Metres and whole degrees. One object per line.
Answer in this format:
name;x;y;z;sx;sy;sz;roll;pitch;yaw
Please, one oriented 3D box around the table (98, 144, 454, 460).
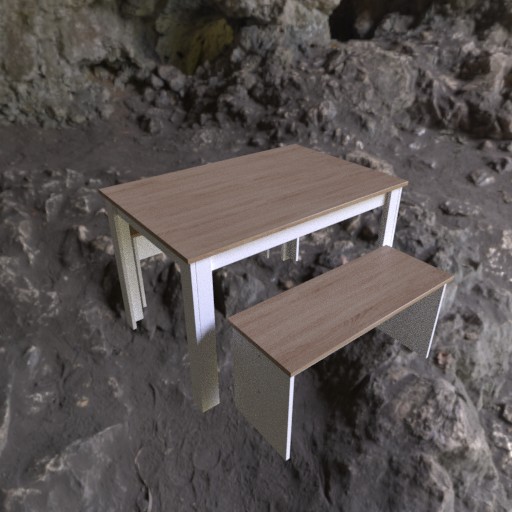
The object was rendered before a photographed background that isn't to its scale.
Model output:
table;0.000;0.000;2.058;1.100;0.700;1.443;-21;36;-32
